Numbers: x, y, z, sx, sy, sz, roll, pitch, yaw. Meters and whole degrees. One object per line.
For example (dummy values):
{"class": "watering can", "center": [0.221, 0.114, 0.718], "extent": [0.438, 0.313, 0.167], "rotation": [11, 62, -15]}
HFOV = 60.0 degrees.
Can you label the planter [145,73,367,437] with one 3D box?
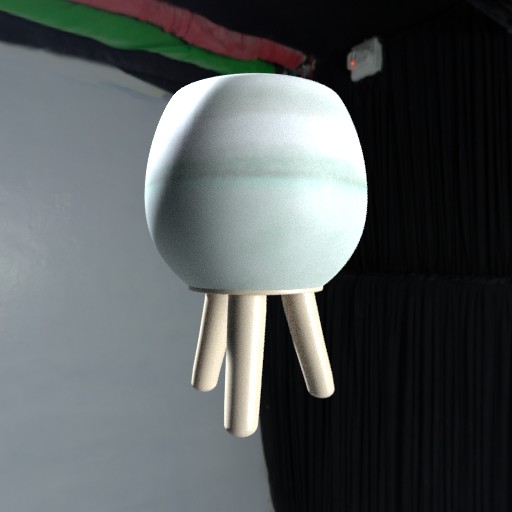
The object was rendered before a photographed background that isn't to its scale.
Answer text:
{"class": "planter", "center": [0.000, 0.000, 0.331], "extent": [0.161, 0.224, 0.161], "rotation": [0, 0, 0]}
